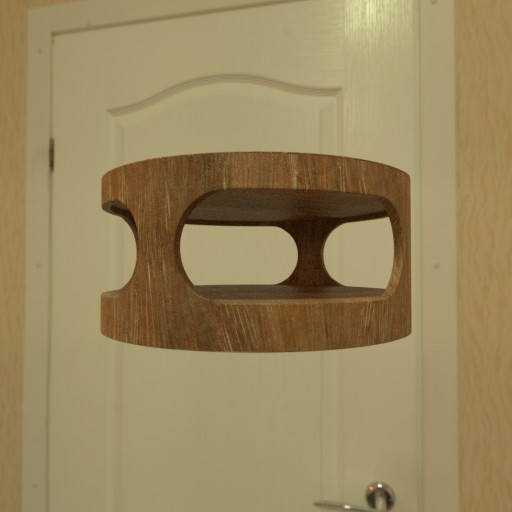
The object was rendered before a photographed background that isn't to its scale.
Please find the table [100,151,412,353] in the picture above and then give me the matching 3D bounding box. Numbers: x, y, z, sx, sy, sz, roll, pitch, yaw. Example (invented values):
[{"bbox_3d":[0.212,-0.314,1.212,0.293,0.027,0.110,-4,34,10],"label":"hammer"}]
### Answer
[{"bbox_3d":[0.000,0.000,1.475,0.974,0.450,0.974,0,-1,0],"label":"table"}]
